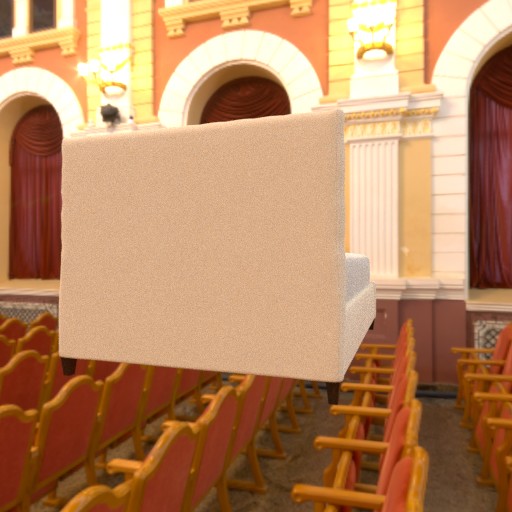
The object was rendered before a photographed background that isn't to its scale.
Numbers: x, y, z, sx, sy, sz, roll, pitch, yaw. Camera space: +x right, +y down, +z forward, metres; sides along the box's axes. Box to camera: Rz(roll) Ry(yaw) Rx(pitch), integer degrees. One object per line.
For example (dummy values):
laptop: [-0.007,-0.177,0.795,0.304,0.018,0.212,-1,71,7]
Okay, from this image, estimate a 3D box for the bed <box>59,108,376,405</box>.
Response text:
bed: [0.000,0.000,3.487,1.698,1.427,2.387,0,0,19]
